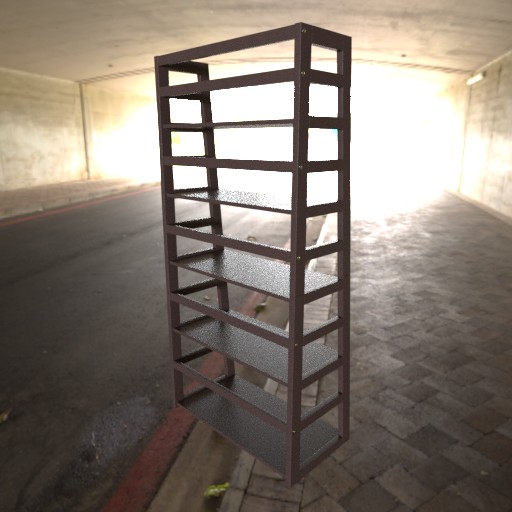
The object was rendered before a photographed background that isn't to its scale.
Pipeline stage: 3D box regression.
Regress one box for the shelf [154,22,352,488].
[{"bbox_3d":[0.000,0.000,1.869,0.763,1.600,0.403,14,20,43],"label":"shelf"}]
